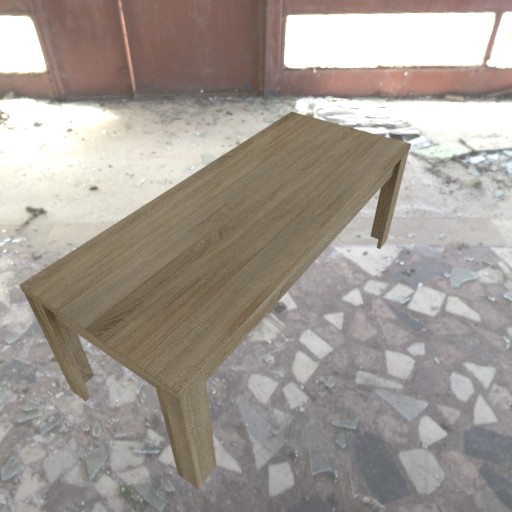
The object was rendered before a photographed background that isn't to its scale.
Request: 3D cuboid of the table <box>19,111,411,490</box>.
[{"bbox_3d":[0.000,0.000,2.613,0.900,0.790,2.200,24,46,26],"label":"table"}]
